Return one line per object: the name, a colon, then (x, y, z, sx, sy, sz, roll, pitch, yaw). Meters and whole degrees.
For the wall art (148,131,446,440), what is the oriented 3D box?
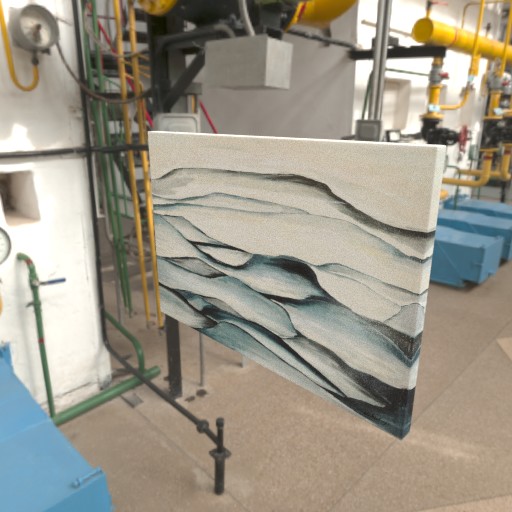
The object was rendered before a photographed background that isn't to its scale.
wall art: (0.000, 0.000, 1.168, 0.039, 0.609, 0.914, -17, 24, -42)
